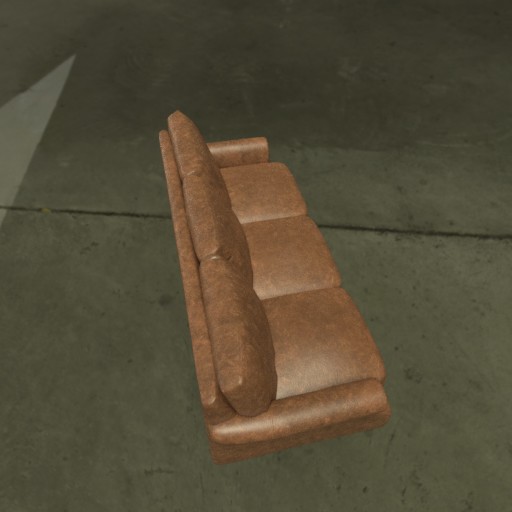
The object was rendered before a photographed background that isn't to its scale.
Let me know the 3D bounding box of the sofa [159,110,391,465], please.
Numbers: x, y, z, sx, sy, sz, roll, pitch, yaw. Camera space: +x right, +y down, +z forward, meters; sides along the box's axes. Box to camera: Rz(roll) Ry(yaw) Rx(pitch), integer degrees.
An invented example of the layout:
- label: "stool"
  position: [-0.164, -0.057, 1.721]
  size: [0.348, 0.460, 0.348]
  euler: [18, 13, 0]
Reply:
- label: "sofa"
  position: [0.000, 0.000, 2.824]
  size: [0.973, 0.977, 2.351]
  euler: [-10, 47, -9]
